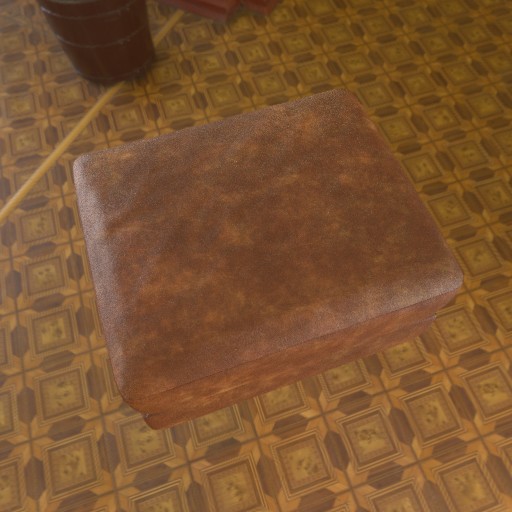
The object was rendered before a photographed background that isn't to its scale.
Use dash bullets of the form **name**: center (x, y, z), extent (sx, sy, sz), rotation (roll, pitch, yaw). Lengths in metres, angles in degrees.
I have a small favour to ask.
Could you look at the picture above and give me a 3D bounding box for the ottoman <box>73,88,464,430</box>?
- **ottoman**: center (0.000, 0.000, 1.117), extent (0.751, 0.476, 0.603), rotation (-17, 65, -9)
